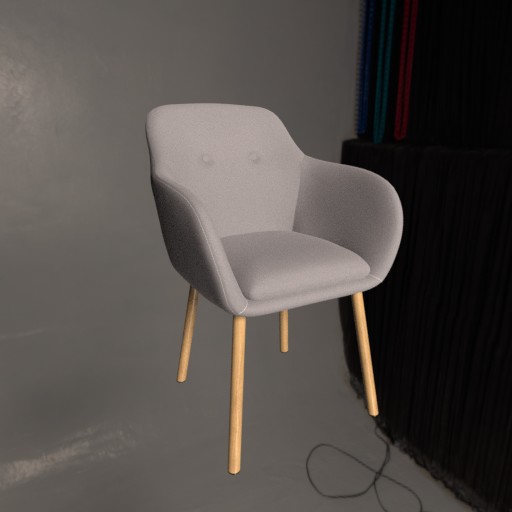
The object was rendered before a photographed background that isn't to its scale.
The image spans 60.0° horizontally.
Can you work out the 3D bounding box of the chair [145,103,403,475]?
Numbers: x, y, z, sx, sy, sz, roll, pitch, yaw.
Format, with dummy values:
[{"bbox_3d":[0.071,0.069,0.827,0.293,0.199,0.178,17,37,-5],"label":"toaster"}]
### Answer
[{"bbox_3d":[0.000,0.000,1.244,0.570,0.830,0.590,-9,19,-28],"label":"chair"}]
